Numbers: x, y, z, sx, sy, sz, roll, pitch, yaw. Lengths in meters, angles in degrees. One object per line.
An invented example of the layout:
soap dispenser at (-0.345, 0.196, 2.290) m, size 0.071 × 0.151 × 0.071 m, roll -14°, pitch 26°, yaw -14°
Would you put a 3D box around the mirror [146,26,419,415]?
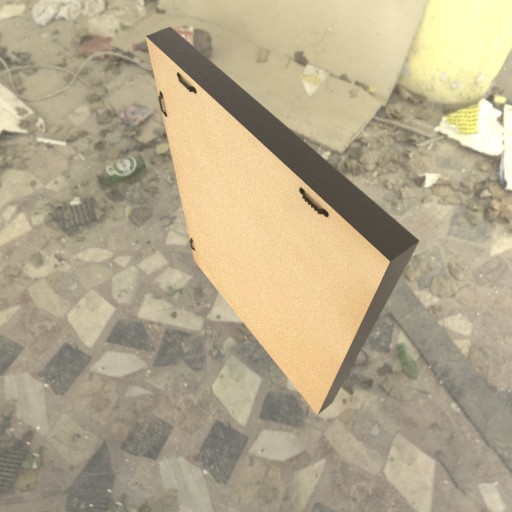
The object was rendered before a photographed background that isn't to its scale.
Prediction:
mirror at (0.000, 0.000, 0.667) m, size 0.041 × 0.509 × 0.406 m, roll -32°, pitch 62°, yaw -19°
